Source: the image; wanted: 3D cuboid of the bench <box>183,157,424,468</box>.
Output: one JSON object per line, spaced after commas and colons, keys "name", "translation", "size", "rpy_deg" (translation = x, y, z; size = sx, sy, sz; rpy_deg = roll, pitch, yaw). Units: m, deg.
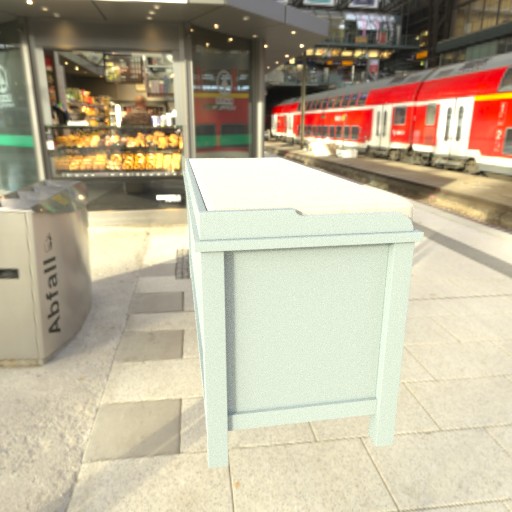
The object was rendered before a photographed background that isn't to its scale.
{"name": "bench", "translation": [0.000, 0.000, 1.338], "size": [0.398, 0.501, 1.140], "rpy_deg": [-3, 17, -9]}
